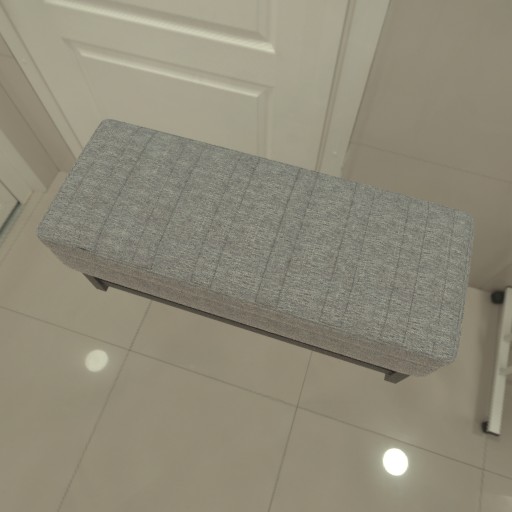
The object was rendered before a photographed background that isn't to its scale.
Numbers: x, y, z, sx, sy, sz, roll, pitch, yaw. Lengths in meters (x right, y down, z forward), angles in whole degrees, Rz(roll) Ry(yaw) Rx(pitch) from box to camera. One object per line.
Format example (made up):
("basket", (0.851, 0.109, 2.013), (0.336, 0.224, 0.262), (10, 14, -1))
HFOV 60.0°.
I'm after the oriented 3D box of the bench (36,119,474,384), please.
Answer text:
("bench", (0.000, 0.000, 1.325), (1.100, 0.470, 0.429), (16, 66, 7))
